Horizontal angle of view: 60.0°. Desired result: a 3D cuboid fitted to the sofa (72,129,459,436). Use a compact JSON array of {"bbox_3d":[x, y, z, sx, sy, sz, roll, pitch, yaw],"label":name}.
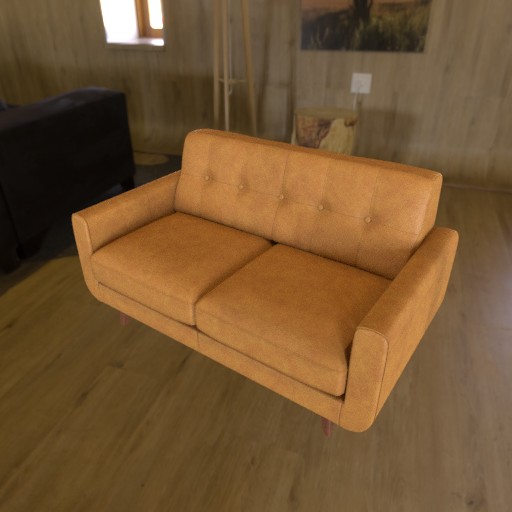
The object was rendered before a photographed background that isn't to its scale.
[{"bbox_3d":[0.000,0.000,2.201,1.651,0.925,0.952,19,35,30],"label":"sofa"}]
